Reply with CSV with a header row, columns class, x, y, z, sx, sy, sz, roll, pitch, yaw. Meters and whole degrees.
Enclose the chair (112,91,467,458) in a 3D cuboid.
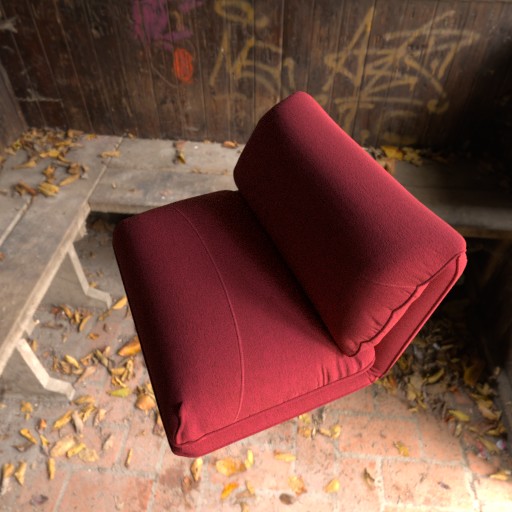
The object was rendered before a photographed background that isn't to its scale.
class,x,y,z,sx,sy,sz,roll,pitch,yaw
chair,0.000,0.000,1.310,0.780,0.580,0.820,-17,48,-16
